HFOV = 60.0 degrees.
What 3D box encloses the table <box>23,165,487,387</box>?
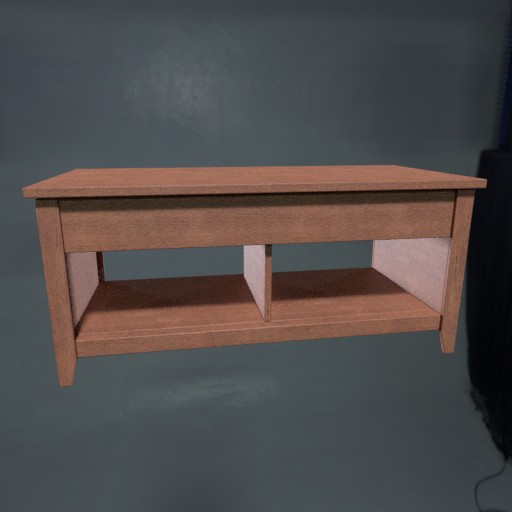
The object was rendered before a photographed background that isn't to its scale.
[{"bbox_3d":[0.000,0.000,1.245,1.016,0.457,0.483,-3,16,-9],"label":"table"}]
